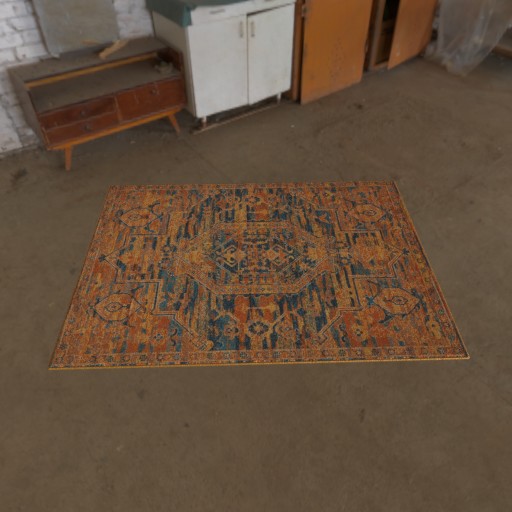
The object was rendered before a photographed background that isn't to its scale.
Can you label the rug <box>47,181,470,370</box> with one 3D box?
[{"bbox_3d":[0.000,0.000,2.865,2.204,0.024,1.588,-1,45,-1],"label":"rug"}]
